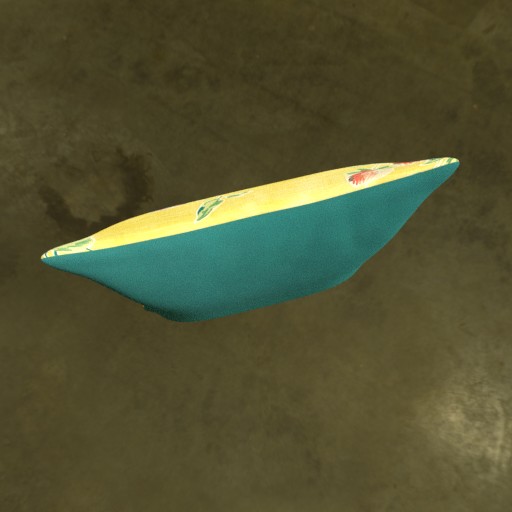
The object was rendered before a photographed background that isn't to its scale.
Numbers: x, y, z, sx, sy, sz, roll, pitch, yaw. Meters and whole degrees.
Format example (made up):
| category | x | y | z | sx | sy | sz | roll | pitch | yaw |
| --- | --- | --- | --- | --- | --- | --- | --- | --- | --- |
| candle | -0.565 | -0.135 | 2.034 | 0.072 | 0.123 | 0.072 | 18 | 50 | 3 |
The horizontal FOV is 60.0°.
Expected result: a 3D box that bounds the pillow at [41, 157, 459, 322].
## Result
| category | x | y | z | sx | sy | sz | roll | pitch | yaw |
| --- | --- | --- | --- | --- | --- | --- | --- | --- | --- |
| pillow | 0.000 | 0.000 | 0.781 | 0.525 | 0.508 | 0.166 | -14 | 76 | -3 |
